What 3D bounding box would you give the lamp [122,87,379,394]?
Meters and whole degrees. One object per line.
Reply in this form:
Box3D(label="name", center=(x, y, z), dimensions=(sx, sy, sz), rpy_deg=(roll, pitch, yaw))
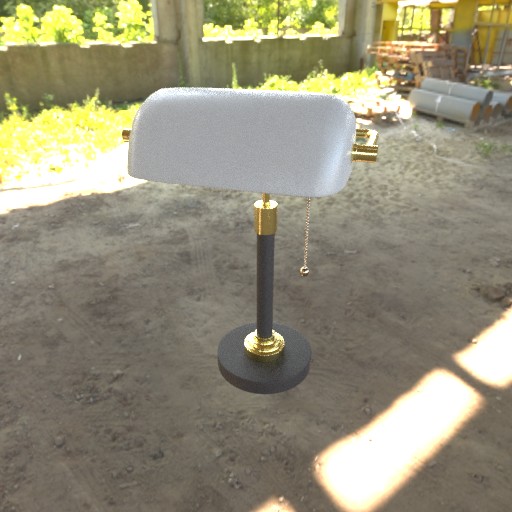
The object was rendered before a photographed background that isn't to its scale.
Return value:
Box3D(label="lamp", center=(0.000, 0.000, 0.559), dimensions=(0.269, 0.404, 0.227), rpy_deg=(8, 28, 16))
